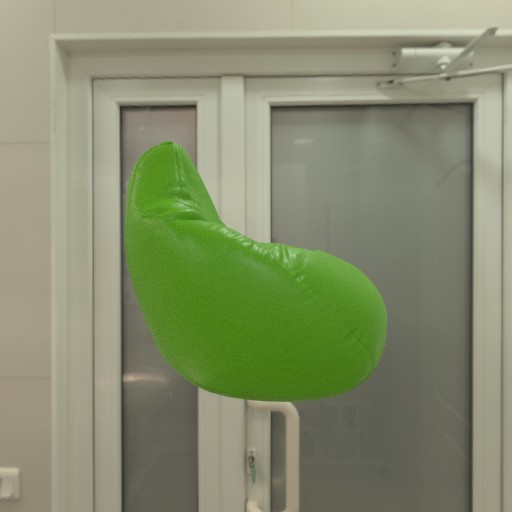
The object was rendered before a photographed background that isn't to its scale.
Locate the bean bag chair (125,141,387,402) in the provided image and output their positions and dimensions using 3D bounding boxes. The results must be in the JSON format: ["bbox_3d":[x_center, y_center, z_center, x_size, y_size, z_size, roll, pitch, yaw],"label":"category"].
[{"bbox_3d":[0.000,0.000,1.923,1.070,0.990,1.070,0,0,2],"label":"bean bag chair"}]
